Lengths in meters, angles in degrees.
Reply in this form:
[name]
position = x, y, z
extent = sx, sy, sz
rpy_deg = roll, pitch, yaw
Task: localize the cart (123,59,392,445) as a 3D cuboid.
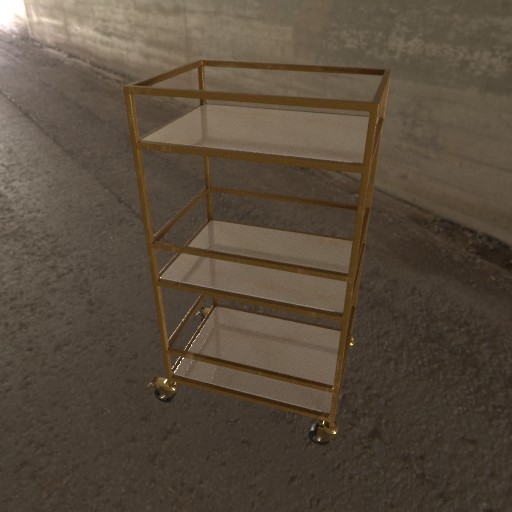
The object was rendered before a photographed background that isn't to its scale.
[cart]
position = 0.000, 0.000, 0.997
extent = 0.483, 0.761, 0.332
rpy_deg = 10, 33, 15
